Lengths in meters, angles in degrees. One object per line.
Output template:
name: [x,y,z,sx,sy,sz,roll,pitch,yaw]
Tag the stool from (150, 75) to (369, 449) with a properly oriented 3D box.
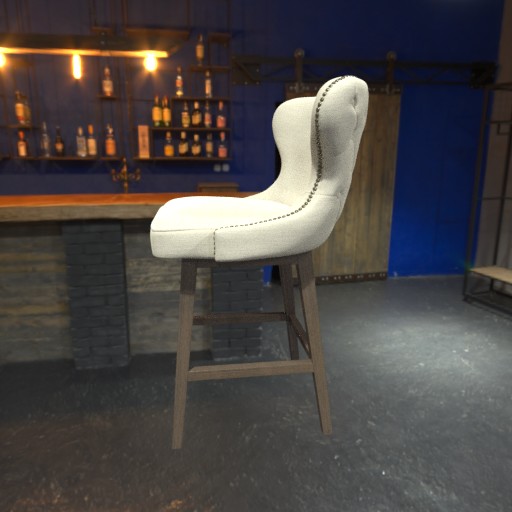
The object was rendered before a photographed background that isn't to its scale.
stool: [0.000,0.000,1.356,0.597,0.972,0.615,-2,14,-7]
